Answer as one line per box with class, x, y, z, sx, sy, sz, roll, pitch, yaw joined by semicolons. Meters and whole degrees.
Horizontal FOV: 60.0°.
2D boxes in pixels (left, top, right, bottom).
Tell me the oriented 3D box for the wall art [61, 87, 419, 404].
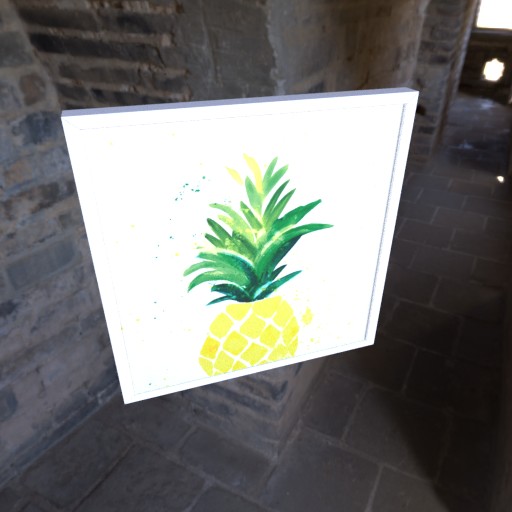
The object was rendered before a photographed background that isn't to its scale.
wall art;0.000;0.000;0.749;0.508;0.507;0.035;-10;32;-15
